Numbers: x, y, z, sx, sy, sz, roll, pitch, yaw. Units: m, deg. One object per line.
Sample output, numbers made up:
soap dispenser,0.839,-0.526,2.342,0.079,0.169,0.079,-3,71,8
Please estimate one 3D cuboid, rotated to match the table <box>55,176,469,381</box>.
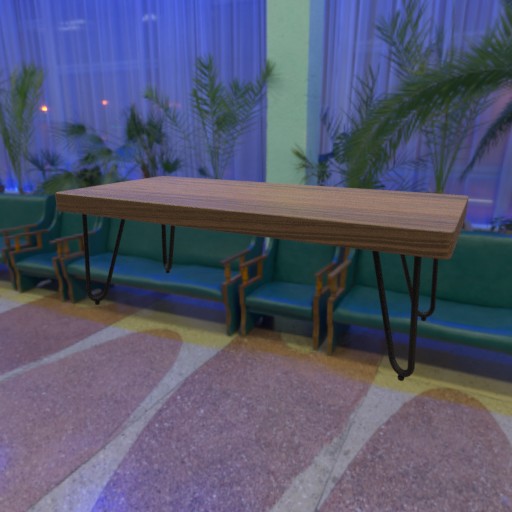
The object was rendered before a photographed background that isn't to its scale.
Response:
table,0.000,0.000,1.673,1.375,0.468,0.637,8,18,26
